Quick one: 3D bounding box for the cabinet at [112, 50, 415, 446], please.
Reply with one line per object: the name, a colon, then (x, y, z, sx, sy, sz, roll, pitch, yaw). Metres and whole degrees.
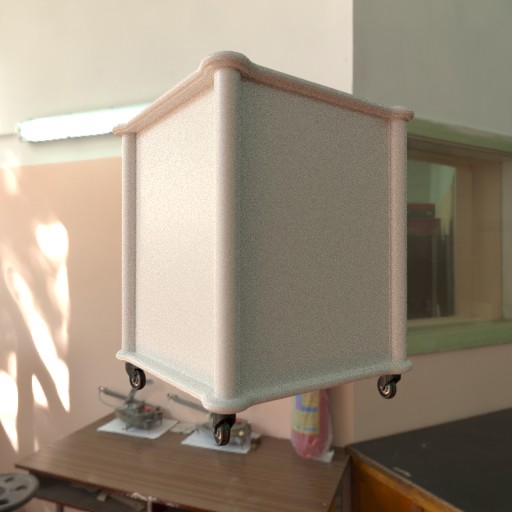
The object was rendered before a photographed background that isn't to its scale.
cabinet: (0.000, 0.000, 1.228, 0.628, 0.761, 0.627, 0, -1, -35)
